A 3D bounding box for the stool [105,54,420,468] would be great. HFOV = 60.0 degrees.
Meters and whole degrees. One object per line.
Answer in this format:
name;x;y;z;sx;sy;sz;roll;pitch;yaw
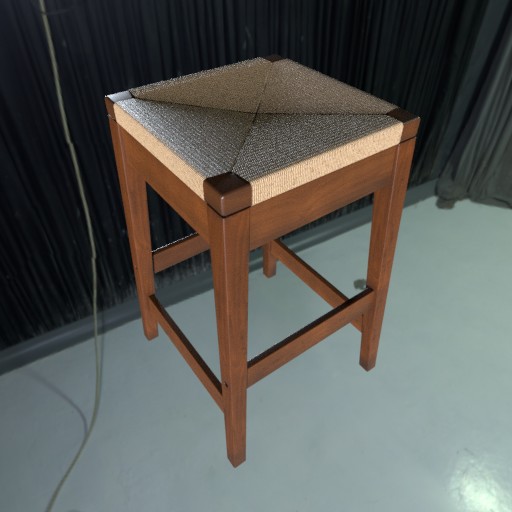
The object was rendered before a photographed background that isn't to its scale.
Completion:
stool;0.000;0.000;1.085;0.497;0.762;0.507;-26;48;-26
